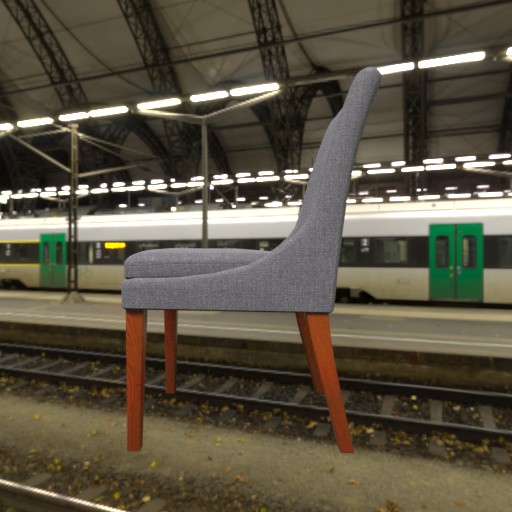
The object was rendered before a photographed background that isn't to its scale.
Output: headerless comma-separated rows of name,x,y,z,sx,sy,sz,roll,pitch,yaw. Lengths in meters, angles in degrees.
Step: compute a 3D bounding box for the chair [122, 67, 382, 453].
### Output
chair,0.000,0.000,1.317,0.655,0.952,0.508,0,0,0
